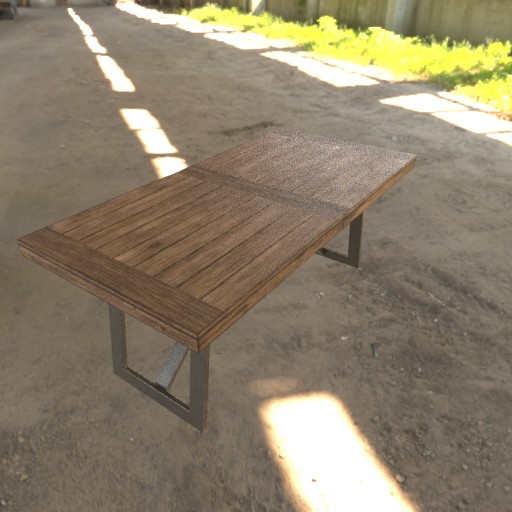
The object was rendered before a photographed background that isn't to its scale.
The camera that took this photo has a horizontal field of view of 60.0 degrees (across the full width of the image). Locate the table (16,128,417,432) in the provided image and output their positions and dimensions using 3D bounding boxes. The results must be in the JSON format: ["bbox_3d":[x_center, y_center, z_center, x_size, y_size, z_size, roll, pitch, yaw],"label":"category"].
[{"bbox_3d":[0.000,0.000,2.319,0.931,0.757,1.867,21,37,30],"label":"table"}]
